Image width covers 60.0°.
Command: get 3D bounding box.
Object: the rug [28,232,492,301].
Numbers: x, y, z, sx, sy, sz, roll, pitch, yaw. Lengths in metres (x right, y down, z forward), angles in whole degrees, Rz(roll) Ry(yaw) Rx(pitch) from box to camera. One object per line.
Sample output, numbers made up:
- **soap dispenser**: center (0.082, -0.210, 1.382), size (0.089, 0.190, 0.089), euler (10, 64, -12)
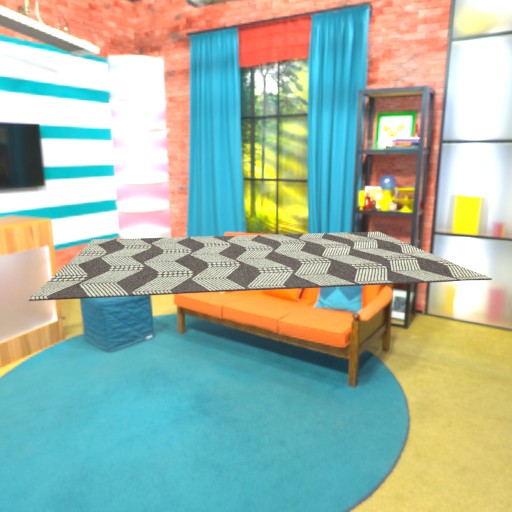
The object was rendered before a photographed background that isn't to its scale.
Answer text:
- **rug**: center (0.000, 0.000, 3.022), size (2.435, 0.011, 1.517), euler (-2, 13, -8)
